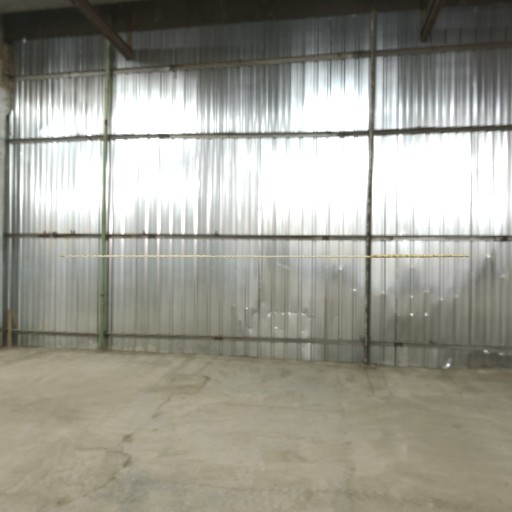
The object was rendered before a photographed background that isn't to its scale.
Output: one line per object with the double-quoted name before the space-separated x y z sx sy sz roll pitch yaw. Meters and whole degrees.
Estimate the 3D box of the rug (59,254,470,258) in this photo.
"rug" 0.000 0.000 3.073 2.435 0.018 1.540 0 0 38
